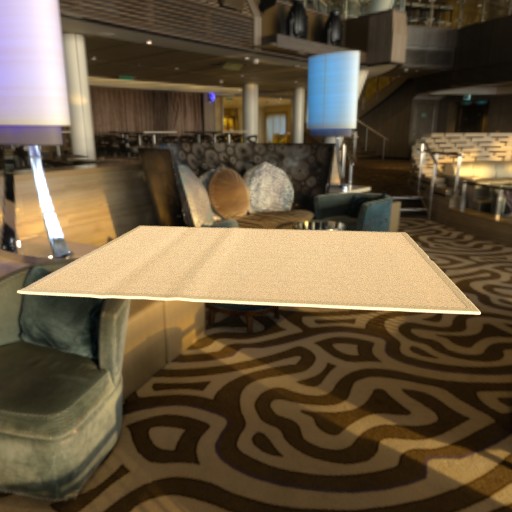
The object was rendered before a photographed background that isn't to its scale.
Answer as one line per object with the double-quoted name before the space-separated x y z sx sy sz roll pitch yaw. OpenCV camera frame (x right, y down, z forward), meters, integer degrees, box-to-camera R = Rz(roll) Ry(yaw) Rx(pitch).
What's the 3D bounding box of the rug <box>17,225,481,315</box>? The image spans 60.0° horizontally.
"rug" 0.000 0.000 4.754 3.659 0.037 2.734 2 16 7
